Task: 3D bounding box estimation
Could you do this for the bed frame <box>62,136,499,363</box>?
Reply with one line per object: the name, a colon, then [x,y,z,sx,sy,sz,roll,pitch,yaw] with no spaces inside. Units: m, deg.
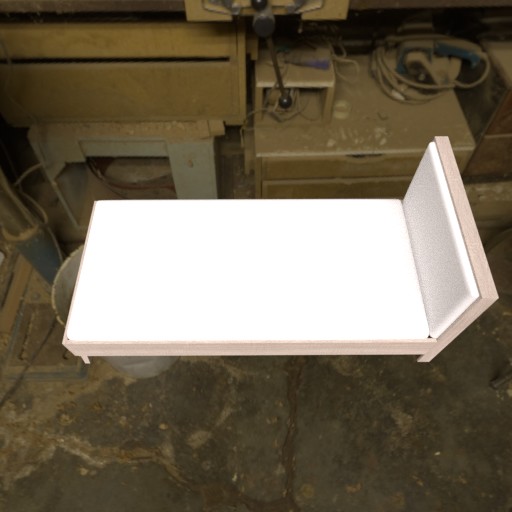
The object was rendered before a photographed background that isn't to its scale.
bed frame: [0.000,0.000,2.603,2.140,0.920,0.990,0,59,0]
